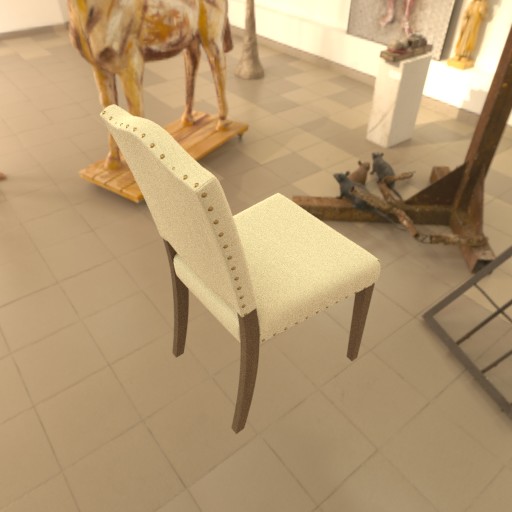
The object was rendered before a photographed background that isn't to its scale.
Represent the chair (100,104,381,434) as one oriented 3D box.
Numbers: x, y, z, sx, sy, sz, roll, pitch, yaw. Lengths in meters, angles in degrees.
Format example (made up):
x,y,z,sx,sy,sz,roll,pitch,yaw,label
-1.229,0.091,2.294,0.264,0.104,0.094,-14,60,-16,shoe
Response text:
x,y,z,sx,sy,sz,roll,pitch,yaw,label
0.000,0.000,1.369,0.619,1.015,0.508,-27,48,-28,chair
